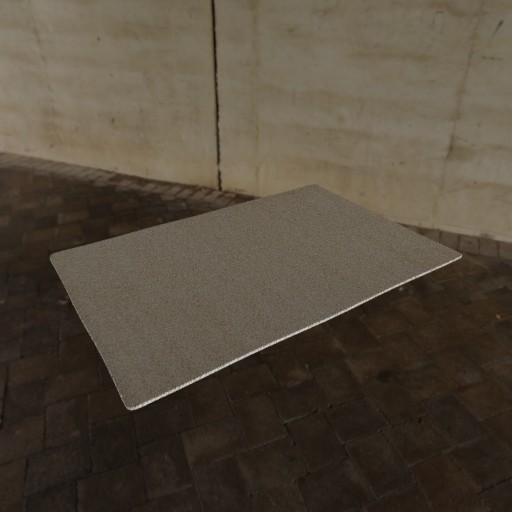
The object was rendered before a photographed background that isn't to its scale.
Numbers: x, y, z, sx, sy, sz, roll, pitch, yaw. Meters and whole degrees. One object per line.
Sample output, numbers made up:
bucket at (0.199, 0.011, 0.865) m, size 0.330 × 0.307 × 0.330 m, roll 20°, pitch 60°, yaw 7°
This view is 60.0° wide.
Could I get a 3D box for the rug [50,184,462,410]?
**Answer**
rug at (0.000, 0.000, 3.456) m, size 2.698 × 0.025 × 1.798 m, roll -19°, pitch 36°, yaw -28°
